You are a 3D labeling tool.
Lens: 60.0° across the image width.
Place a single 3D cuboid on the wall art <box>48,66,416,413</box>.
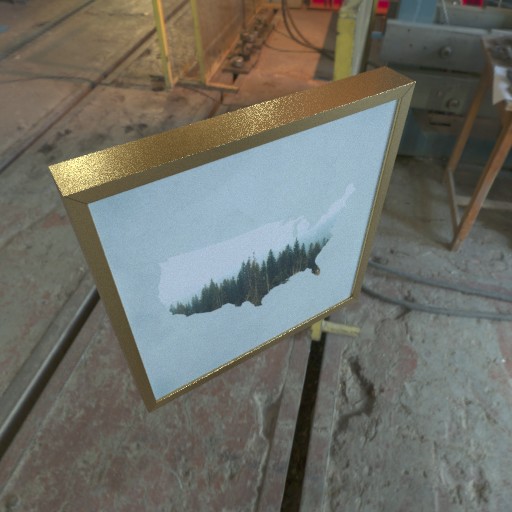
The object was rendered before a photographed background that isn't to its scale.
[{"bbox_3d":[0.000,0.000,0.451,0.304,0.304,0.038,-24,50,-22],"label":"wall art"}]
